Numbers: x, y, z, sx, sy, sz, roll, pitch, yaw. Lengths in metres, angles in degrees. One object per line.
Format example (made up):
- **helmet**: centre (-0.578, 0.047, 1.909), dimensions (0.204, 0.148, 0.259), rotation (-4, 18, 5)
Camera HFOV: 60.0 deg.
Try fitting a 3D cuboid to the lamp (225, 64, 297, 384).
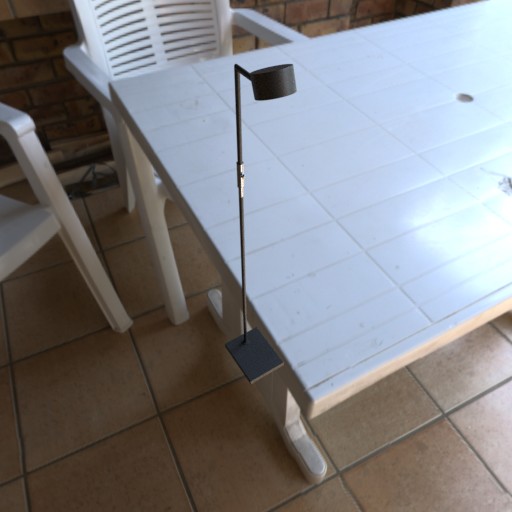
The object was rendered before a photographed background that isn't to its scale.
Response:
- **lamp**: centre (0.000, 0.000, 1.771), dimensions (0.203, 1.600, 0.304), rotation (-25, 51, -22)
